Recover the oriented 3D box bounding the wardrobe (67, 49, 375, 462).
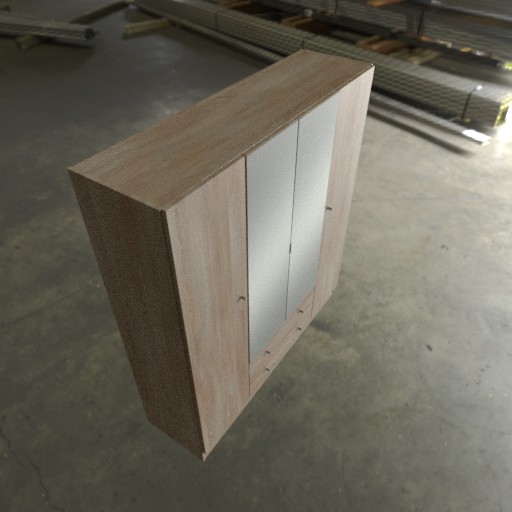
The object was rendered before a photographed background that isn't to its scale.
[{"bbox_3d":[0.000,0.000,3.110,0.598,2.159,1.998,25,47,25],"label":"wardrobe"}]
